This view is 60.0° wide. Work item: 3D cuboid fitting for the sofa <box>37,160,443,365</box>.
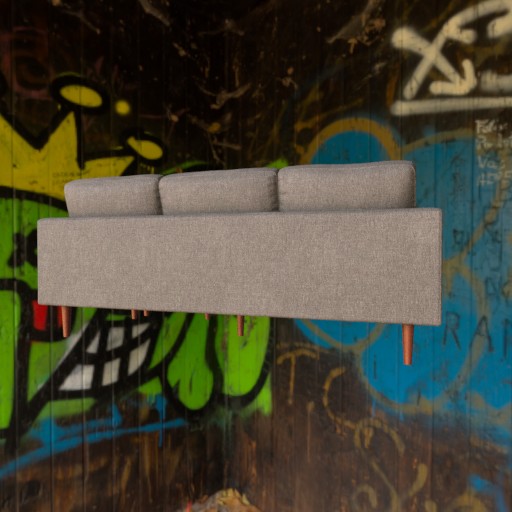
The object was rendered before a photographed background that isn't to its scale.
[{"bbox_3d":[0.000,0.000,2.965,2.233,0.956,1.504,0,1,19],"label":"sofa"}]
